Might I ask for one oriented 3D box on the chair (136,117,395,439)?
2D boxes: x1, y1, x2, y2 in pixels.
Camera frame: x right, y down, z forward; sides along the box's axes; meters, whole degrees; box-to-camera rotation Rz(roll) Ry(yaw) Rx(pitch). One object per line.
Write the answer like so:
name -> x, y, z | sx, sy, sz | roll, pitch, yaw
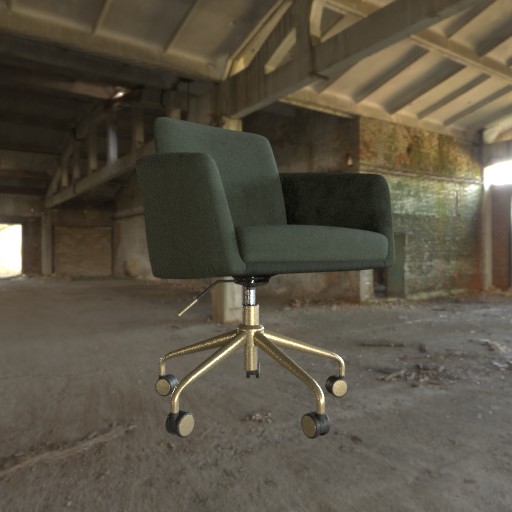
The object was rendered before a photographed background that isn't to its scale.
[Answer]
chair -> 0.000, 0.000, 1.332 | 0.641, 0.908, 0.635 | 0, 0, -35
